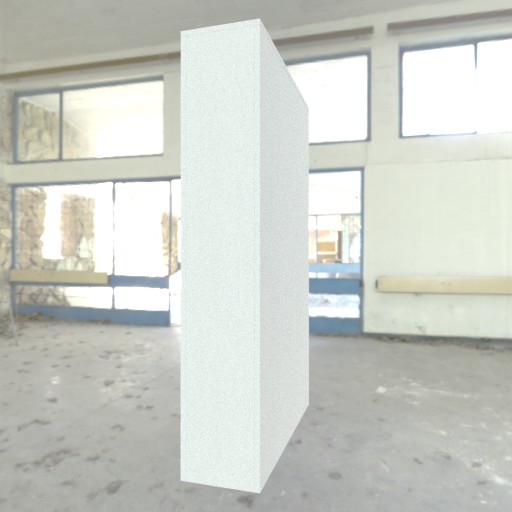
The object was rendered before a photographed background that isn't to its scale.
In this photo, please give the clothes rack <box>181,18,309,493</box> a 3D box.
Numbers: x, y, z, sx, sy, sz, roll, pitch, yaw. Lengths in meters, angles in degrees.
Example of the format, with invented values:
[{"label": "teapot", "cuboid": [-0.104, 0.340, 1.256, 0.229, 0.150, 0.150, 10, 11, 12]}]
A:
[{"label": "clothes rack", "cuboid": [0.000, 0.000, 1.589, 0.250, 1.280, 0.750, 0, 0, 17]}]
